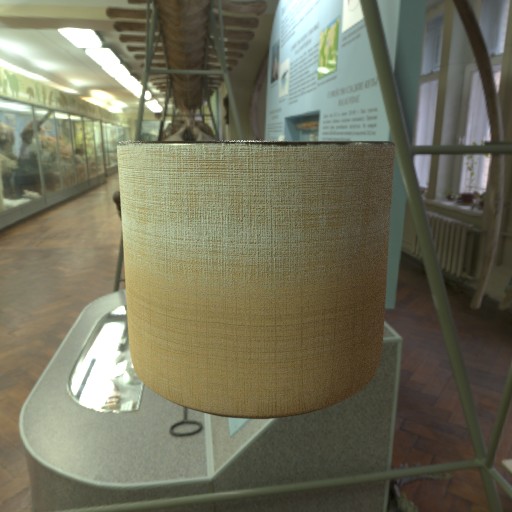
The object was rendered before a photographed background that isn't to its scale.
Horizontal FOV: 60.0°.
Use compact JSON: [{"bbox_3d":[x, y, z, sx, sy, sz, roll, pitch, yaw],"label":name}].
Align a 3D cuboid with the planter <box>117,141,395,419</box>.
[{"bbox_3d":[0.000,0.000,0.441,0.254,0.221,0.254,0,14,0],"label":"planter"}]
